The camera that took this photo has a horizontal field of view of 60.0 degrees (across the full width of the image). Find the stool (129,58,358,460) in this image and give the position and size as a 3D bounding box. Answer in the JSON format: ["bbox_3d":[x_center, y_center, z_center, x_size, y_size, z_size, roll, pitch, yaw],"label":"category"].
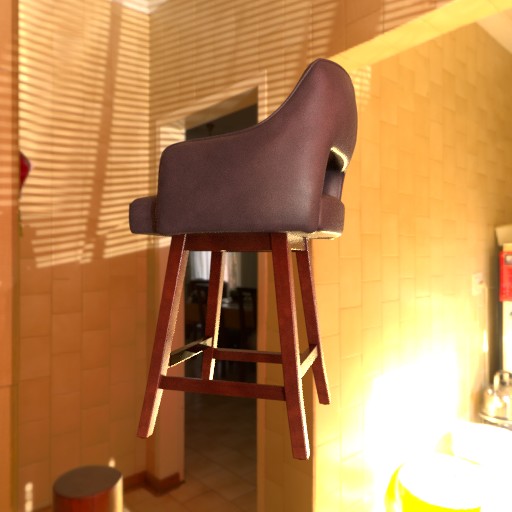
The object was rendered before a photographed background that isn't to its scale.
[{"bbox_3d":[0.000,0.000,1.265,0.560,0.936,0.550,0,0,17],"label":"stool"}]
